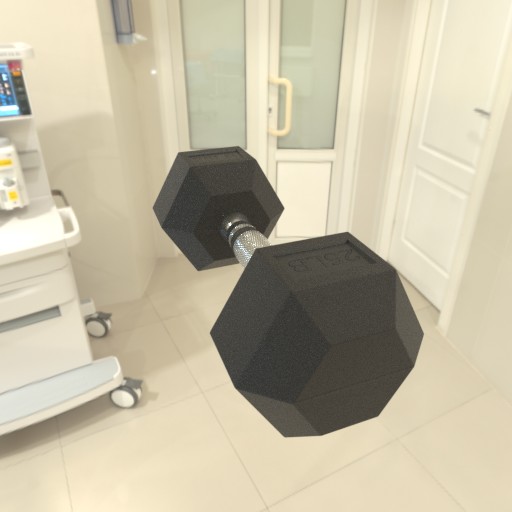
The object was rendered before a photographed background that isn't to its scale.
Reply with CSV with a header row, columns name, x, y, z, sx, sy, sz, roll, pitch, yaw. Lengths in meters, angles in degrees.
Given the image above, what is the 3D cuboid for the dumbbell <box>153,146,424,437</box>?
name,x,y,z,sx,sy,sz,roll,pitch,yaw
dumbbell,0.000,0.000,0.377,0.129,0.113,0.315,-11,31,-18
